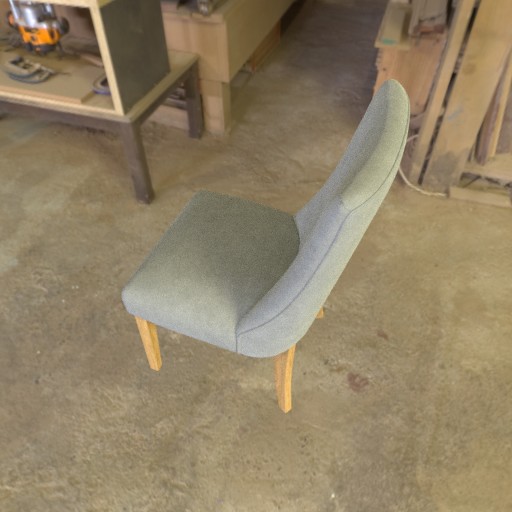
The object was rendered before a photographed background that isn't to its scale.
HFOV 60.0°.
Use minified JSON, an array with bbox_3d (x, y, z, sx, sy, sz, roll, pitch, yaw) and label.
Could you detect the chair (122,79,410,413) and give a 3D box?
[{"bbox_3d":[0.000,0.000,1.232,0.610,0.902,0.495,16,49,14],"label":"chair"}]
